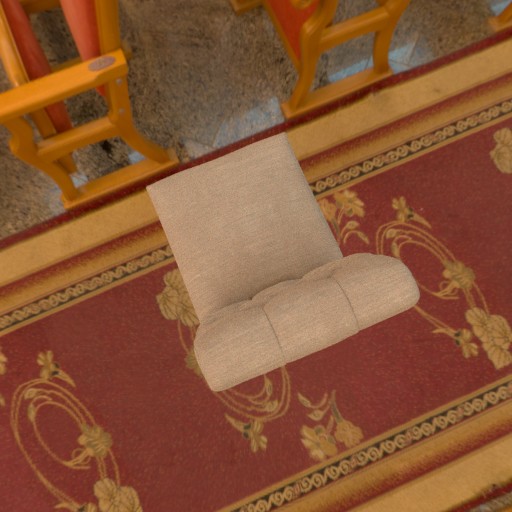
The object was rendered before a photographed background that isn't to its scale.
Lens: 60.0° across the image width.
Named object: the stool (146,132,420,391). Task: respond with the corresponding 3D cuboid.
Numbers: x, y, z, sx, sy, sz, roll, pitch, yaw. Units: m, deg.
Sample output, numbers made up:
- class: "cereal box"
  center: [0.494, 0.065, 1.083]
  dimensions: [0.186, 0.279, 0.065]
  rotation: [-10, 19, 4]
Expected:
- class: "stool"
  center: [0.000, 0.000, 1.440]
  dimensions: [0.486, 1.084, 0.660]
  rotation: [-23, 78, -5]
